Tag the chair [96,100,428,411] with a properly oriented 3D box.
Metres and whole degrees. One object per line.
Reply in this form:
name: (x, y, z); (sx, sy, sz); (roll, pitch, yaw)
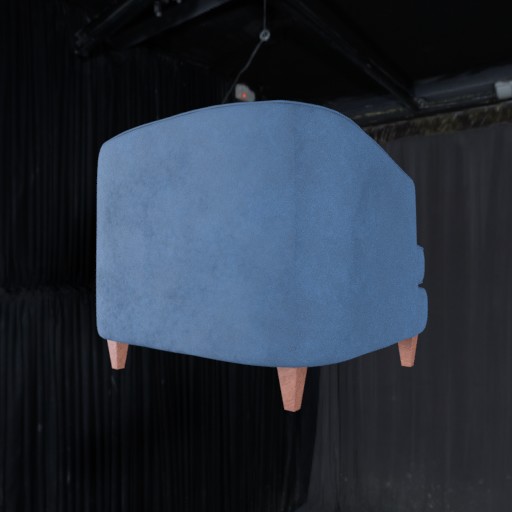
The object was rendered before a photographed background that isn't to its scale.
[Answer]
chair: (0.000, 0.000, 1.733); (1.094, 0.852, 0.940); (-1, -1, 37)
